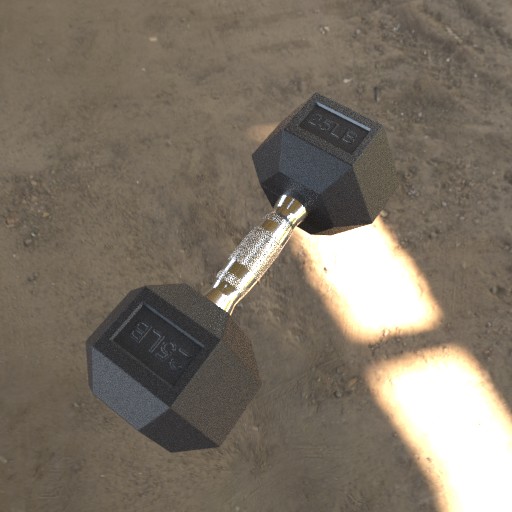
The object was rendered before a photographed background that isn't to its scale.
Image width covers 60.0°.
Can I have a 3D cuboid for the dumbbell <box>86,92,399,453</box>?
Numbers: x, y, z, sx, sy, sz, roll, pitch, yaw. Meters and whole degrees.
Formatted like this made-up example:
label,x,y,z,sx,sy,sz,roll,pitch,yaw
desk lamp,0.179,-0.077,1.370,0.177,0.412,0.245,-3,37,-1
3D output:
label,x,y,z,sx,sy,sz,roll,pitch,yaw
dumbbell,0.000,0.000,0.372,0.129,0.113,0.315,32,68,15
